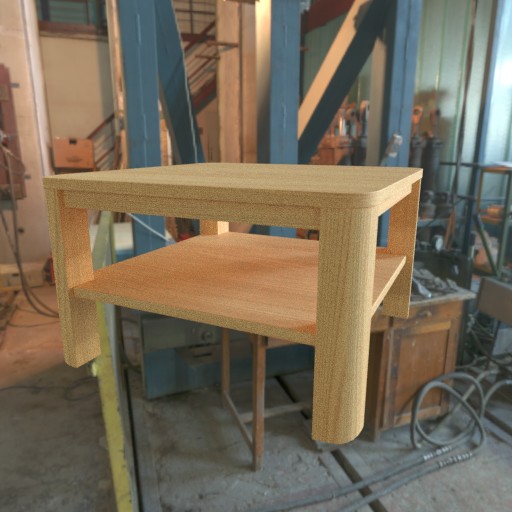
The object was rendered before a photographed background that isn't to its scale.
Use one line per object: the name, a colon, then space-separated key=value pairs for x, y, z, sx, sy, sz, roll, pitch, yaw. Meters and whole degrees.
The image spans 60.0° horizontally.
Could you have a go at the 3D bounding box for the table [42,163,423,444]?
table: x=0.000 y=0.000 z=1.202 sx=0.750 sy=0.450 sz=0.750 roll=7 pitch=16 yaw=25
